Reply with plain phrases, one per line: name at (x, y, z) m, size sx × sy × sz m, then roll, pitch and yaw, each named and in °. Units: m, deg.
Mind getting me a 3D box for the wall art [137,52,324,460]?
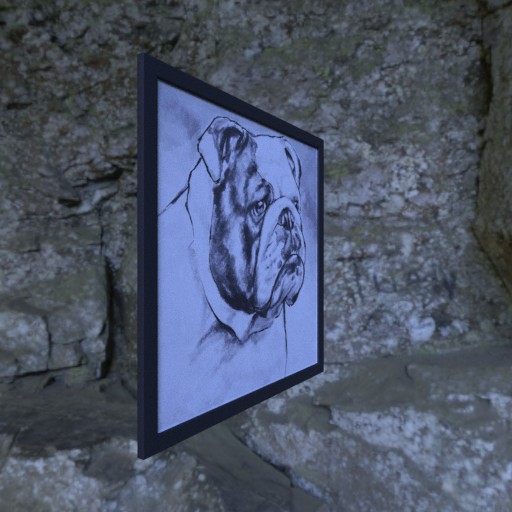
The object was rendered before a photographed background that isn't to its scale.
wall art at (0.000, 0.000, 0.840) m, size 0.012 × 0.558 × 0.562 m, roll 0°, pitch 0°, yaw 34°
